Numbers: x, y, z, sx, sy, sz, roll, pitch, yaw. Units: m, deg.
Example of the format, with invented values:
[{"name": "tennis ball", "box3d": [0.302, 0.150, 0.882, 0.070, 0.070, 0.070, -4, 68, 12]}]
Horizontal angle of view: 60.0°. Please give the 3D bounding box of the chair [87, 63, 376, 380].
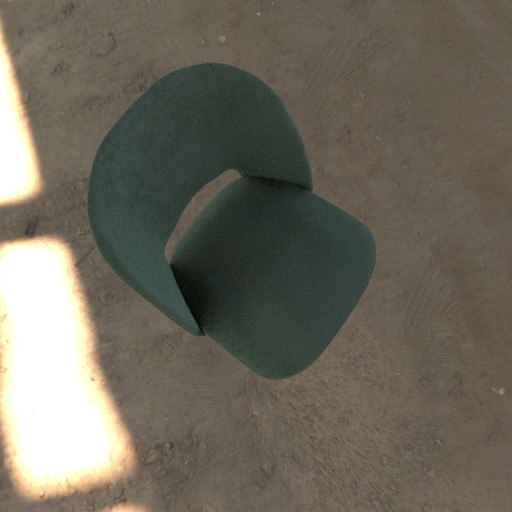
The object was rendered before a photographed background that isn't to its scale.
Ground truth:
[{"name": "chair", "box3d": [0.000, 0.000, 1.179, 0.577, 0.860, 0.527, 36, 78, 9]}]
